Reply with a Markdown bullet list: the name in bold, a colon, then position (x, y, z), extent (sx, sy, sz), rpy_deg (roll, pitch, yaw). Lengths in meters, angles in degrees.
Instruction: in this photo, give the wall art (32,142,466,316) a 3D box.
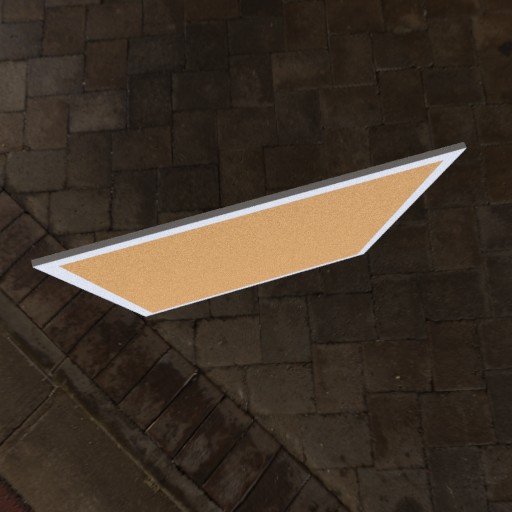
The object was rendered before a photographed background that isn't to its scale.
- **wall art**: position (0.000, 0.000, 1.193), extent (0.812, 0.813, 0.013), rpy_deg (-16, 77, -4)
